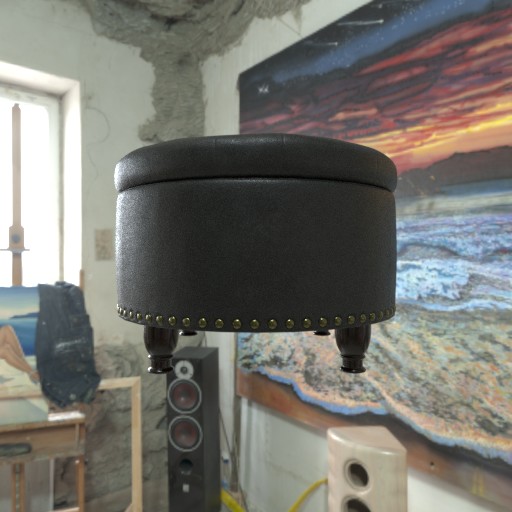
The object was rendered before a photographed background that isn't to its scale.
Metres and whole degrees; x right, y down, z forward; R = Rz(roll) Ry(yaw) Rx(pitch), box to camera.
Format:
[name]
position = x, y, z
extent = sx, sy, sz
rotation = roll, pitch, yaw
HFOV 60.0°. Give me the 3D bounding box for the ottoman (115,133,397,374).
[ottoman]
position = 0.000, 0.000, 1.049
extent = 0.637, 0.442, 0.637
rotation = 0, 0, 0
